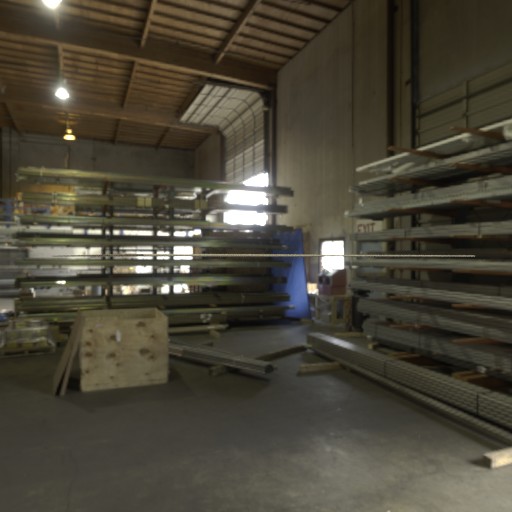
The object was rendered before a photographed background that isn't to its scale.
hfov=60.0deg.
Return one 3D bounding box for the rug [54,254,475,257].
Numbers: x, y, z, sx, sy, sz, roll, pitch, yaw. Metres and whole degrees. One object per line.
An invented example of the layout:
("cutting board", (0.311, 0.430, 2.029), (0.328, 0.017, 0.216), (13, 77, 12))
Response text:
("rug", (0.000, 0.000, 3.950), (2.977, 0.008, 2.380), (0, 0, -35))
